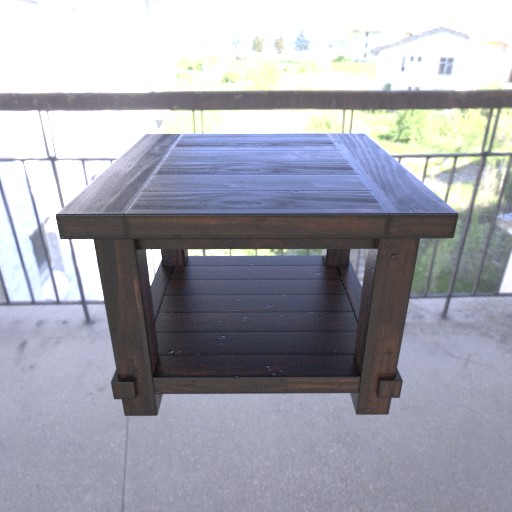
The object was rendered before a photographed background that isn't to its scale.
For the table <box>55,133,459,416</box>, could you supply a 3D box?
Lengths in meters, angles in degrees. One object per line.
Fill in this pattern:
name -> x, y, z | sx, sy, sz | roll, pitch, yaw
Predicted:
table -> 0.000, 0.000, 1.017 | 0.593, 0.437, 0.606 | 0, 26, 0
